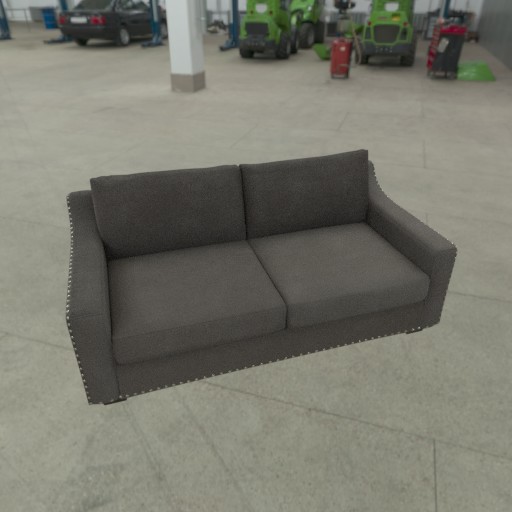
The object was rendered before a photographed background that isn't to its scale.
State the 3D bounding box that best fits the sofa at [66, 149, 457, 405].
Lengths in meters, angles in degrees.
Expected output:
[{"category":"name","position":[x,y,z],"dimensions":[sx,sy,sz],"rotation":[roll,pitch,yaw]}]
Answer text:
[{"category":"sofa","position":[0.000,0.000,3.304],"dimensions":[2.550,1.196,1.336],"rotation":[-9,32,-15]}]
